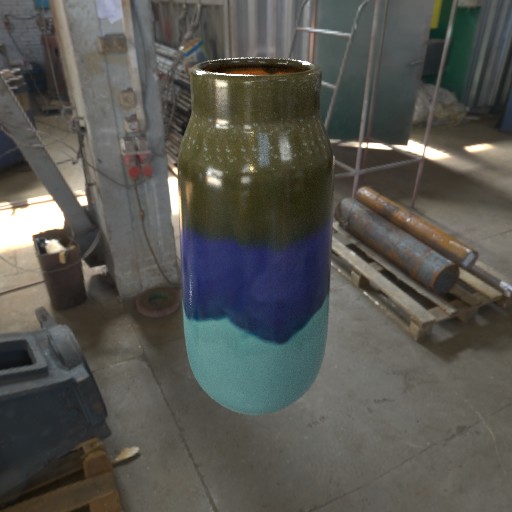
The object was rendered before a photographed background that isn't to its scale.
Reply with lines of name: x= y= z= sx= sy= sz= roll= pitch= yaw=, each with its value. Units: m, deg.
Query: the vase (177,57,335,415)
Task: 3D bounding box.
vase: x=0.000 y=0.000 z=0.392 sx=0.139 sy=0.313 sz=0.139 roll=0 pitch=31 yaw=0
